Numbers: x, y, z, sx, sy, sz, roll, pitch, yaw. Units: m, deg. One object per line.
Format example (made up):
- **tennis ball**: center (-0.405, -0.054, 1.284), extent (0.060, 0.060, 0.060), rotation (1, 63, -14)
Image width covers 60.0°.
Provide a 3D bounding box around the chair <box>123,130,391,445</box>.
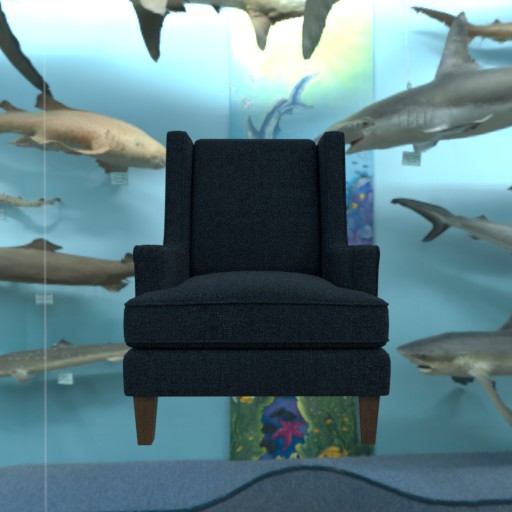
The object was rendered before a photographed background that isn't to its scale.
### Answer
- **chair**: center (0.000, 0.000, 1.689), extent (0.764, 1.072, 0.947), rotation (0, 0, 0)
